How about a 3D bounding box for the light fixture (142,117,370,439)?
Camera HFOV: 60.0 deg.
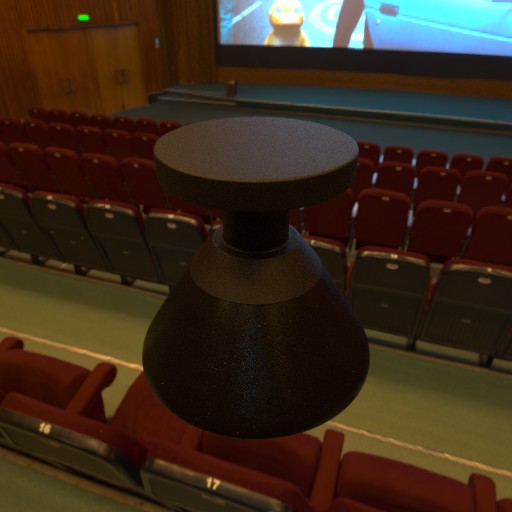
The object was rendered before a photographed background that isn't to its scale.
[{"bbox_3d":[0.000,0.000,0.352,0.200,0.183,0.200,0,32,0],"label":"light fixture"}]
